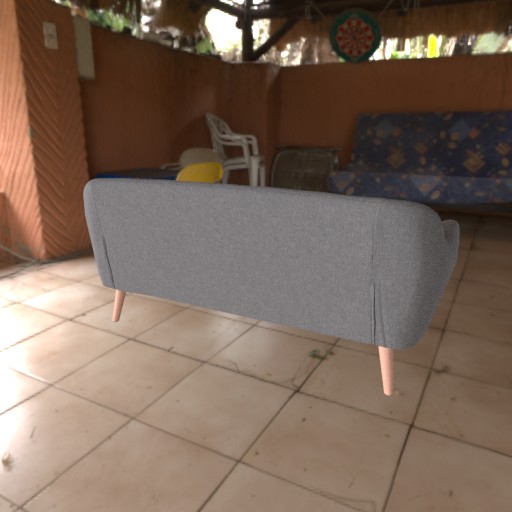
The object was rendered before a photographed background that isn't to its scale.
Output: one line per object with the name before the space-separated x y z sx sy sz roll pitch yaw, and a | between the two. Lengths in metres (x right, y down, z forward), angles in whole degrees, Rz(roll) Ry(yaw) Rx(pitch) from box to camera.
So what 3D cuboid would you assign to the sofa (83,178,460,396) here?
sofa | 0.000 0.000 2.252 1.840 0.820 0.820 9 19 27
